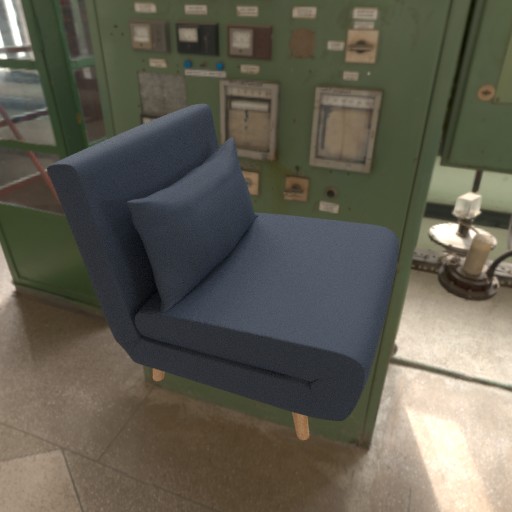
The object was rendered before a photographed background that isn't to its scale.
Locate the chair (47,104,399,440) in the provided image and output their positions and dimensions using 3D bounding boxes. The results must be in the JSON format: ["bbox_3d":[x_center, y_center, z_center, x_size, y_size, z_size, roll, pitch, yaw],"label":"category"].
[{"bbox_3d":[0.000,0.000,1.503,0.900,0.808,0.770,12,33,19],"label":"chair"}]
